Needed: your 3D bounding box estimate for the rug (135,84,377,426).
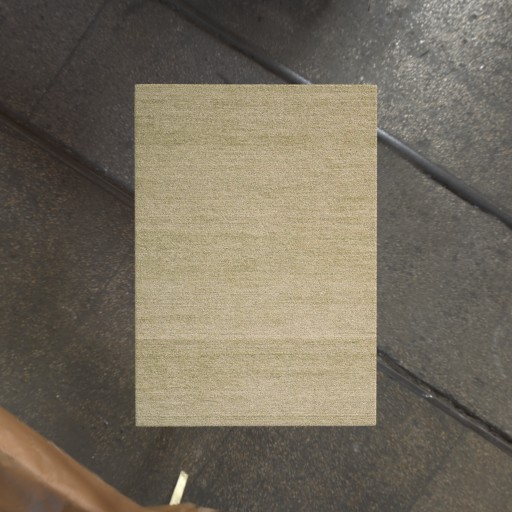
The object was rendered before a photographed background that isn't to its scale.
[{"bbox_3d":[0.000,0.000,5.108,2.782,0.025,3.935,0,91,0],"label":"rug"}]
